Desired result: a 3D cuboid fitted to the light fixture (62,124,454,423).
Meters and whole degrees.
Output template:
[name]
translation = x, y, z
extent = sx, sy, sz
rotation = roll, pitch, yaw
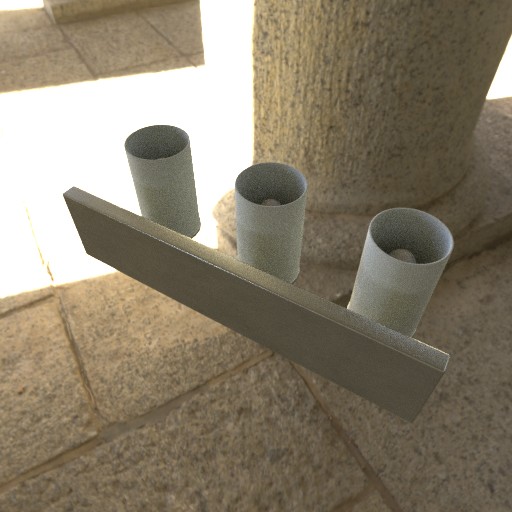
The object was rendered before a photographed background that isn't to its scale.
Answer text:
[light fixture]
translation = 0.000, 0.000, 0.524
extent = 0.451, 0.172, 0.145
rotation = 24, 51, 21
